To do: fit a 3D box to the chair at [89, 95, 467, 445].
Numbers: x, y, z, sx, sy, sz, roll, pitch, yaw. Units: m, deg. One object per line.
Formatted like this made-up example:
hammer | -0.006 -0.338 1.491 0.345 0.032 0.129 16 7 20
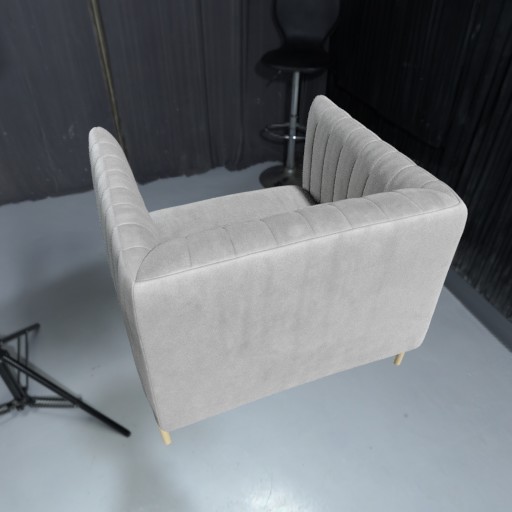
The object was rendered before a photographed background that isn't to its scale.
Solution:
chair | 0.000 0.000 1.586 0.981 0.779 0.873 -14 42 -16
